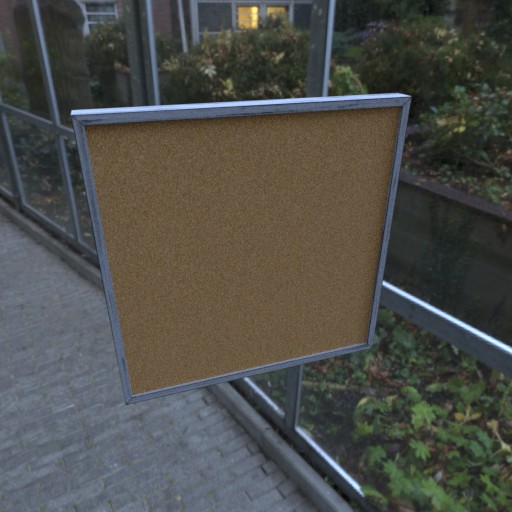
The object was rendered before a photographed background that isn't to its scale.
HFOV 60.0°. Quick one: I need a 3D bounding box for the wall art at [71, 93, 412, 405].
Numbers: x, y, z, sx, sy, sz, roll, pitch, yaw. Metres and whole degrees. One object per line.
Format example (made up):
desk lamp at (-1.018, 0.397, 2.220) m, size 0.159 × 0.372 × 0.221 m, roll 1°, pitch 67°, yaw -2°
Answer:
wall art at (0.000, 0.000, 0.764) m, size 0.506 × 0.506 × 0.038 m, roll -9°, pitch 29°, yaw -16°
